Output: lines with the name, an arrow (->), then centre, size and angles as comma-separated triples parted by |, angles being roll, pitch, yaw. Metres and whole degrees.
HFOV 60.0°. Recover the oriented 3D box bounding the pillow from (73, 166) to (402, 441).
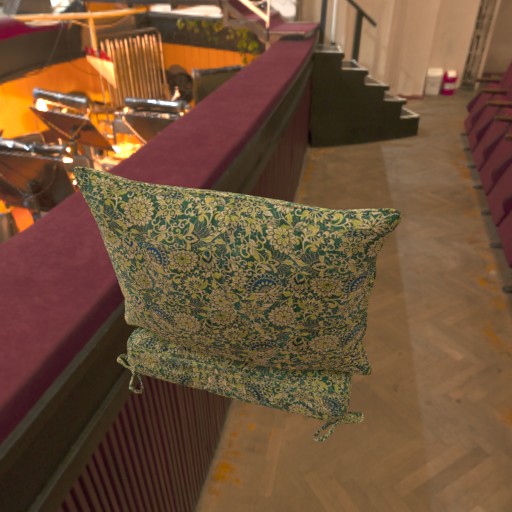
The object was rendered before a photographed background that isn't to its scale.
pillow -> 0.000, 0.000, 1.389 | 0.798, 0.722, 0.740 | 9, 34, 14
